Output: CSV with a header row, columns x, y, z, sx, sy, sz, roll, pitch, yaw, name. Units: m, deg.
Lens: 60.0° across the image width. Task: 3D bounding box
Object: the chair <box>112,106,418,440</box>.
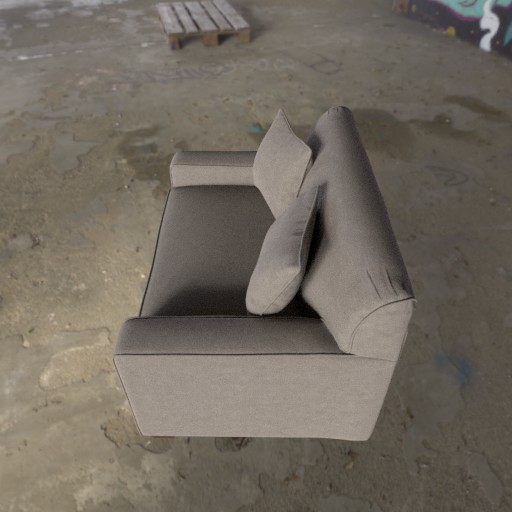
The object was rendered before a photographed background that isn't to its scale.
x,y,z,sx,sy,sz,roll,pitch,yaw,name
0.000,0.000,2.054,0.992,0.953,1.395,1,42,1,chair
